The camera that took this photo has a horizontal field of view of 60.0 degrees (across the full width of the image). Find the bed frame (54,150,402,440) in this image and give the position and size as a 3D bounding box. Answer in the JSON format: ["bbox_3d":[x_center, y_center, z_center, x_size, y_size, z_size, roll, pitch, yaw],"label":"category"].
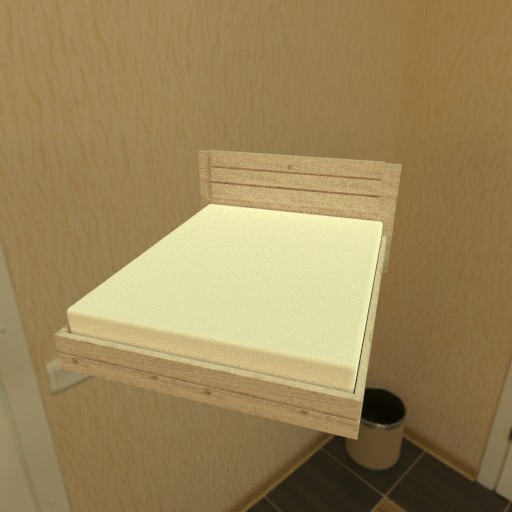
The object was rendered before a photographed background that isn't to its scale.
[{"bbox_3d":[0.000,0.000,3.051,1.750,0.970,2.080,8,26,16],"label":"bed frame"}]
